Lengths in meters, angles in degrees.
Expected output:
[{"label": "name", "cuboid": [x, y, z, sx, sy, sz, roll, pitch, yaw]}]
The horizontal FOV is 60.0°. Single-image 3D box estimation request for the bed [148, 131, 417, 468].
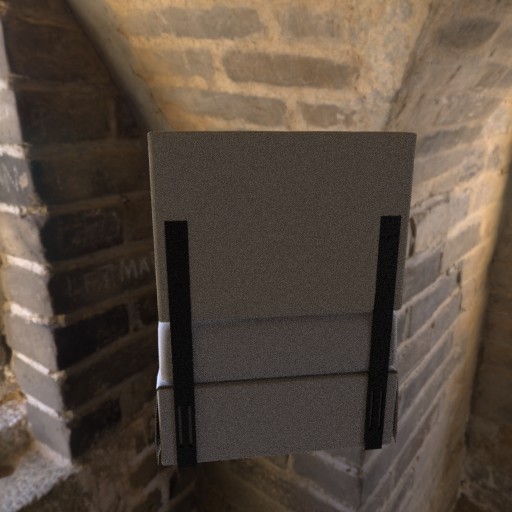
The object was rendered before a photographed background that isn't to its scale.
[{"label": "bed", "cuboid": [0.000, 0.000, 2.954, 1.261, 1.571, 1.997, -2, 15, -7]}]
